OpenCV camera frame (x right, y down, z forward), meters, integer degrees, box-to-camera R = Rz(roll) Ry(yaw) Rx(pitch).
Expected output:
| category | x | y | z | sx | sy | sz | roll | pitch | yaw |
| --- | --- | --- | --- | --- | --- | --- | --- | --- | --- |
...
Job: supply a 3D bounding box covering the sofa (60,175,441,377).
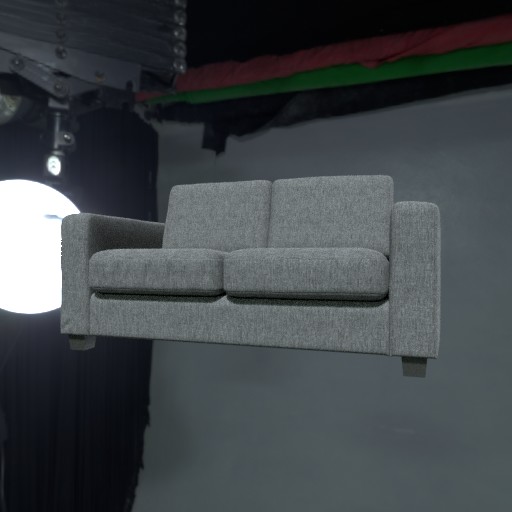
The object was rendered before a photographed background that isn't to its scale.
| category | x | y | z | sx | sy | sz | roll | pitch | yaw |
| --- | --- | --- | --- | --- | --- | --- | --- | --- | --- |
| sofa | 0.000 | 0.000 | 2.038 | 1.520 | 0.800 | 0.900 | 0 | 0 | 18 |
